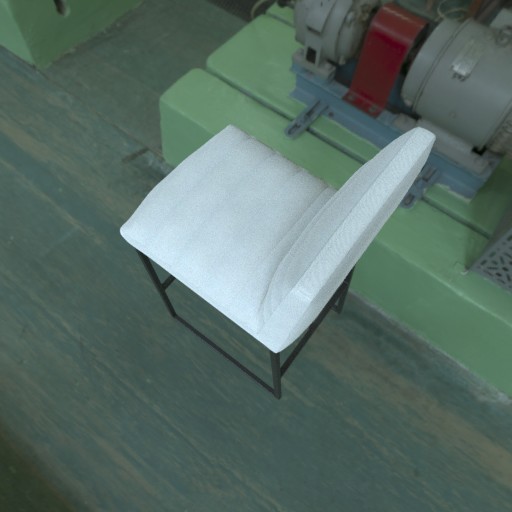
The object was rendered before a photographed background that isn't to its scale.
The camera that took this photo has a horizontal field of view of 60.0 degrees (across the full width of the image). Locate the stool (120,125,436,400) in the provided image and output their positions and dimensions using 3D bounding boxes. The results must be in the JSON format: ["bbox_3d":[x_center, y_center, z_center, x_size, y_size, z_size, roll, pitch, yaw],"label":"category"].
[{"bbox_3d":[0.000,0.000,1.324,0.573,1.061,0.464,34,69,15],"label":"stool"}]
